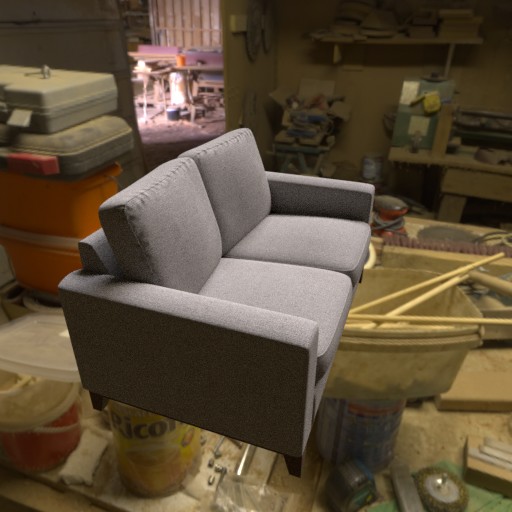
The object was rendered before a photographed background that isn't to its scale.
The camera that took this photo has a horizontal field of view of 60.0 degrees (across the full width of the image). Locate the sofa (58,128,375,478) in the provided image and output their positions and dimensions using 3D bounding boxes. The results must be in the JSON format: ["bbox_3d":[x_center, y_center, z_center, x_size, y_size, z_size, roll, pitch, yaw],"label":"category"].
[{"bbox_3d":[0.000,0.000,2.010,0.917,0.873,1.420,10,30,18],"label":"sofa"}]
